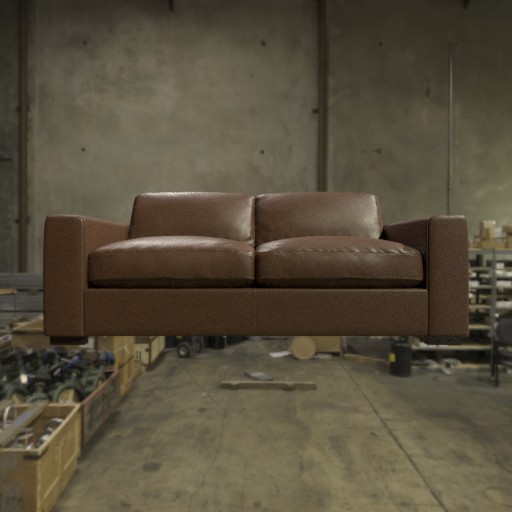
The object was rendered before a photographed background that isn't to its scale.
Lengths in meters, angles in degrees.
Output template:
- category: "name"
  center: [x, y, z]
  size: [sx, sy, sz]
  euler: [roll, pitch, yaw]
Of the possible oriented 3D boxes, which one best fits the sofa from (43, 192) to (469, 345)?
- category: "sofa"
  center: [0.000, 0.000, 2.487]
  size: [1.920, 0.800, 1.070]
  euler: [0, 1, 0]
